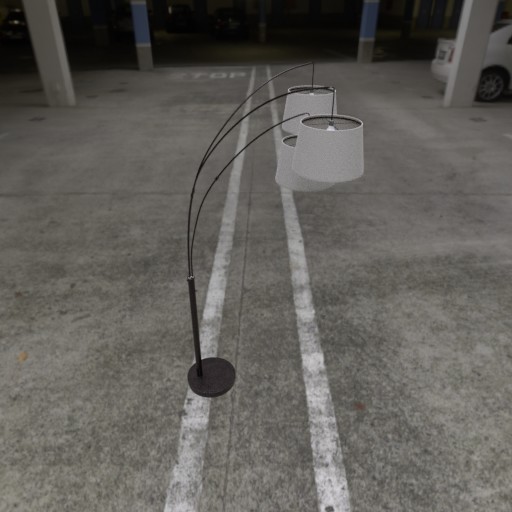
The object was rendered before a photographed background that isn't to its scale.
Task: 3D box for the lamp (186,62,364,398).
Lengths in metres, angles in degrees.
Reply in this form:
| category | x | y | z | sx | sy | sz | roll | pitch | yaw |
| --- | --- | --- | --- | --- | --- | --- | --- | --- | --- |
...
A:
| category | x | y | z | sx | sy | sz | roll | pitch | yaw |
| --- | --- | --- | --- | --- | --- | --- | --- | --- | --- |
| lamp | 0.000 | 0.000 | 2.519 | 0.924 | 1.950 | 0.951 | 0 | 31 | 0 |
